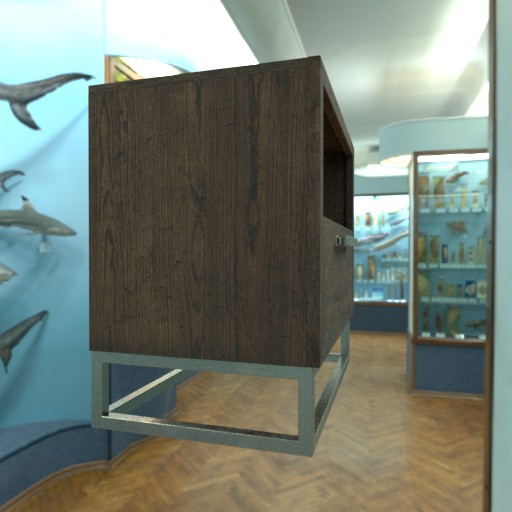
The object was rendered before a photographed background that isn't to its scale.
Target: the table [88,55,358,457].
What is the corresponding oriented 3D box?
[{"bbox_3d":[0.000,0.000,1.253,0.542,0.746,0.767,0,1,17],"label":"table"}]
